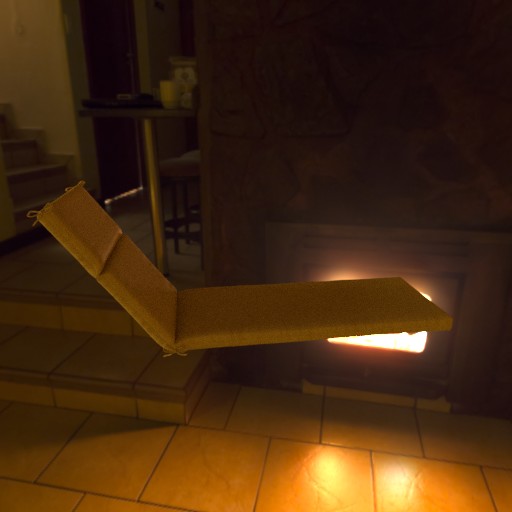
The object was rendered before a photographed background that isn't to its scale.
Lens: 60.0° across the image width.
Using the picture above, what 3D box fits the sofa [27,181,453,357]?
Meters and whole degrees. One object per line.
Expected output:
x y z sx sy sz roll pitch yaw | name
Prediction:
0.000 0.000 1.962 1.663 0.622 0.582 -3 18 -8 | sofa
